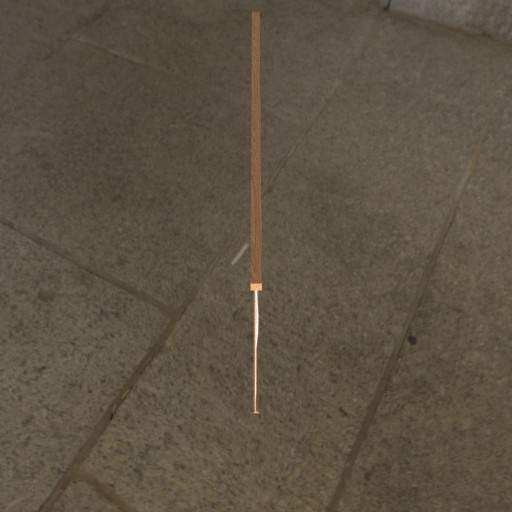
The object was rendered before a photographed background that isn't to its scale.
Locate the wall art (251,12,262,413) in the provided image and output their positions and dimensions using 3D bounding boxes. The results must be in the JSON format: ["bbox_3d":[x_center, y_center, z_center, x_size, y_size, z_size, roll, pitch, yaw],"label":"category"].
[{"bbox_3d":[0.000,0.000,1.894,0.025,1.521,1.011,0,60,0],"label":"wall art"}]
